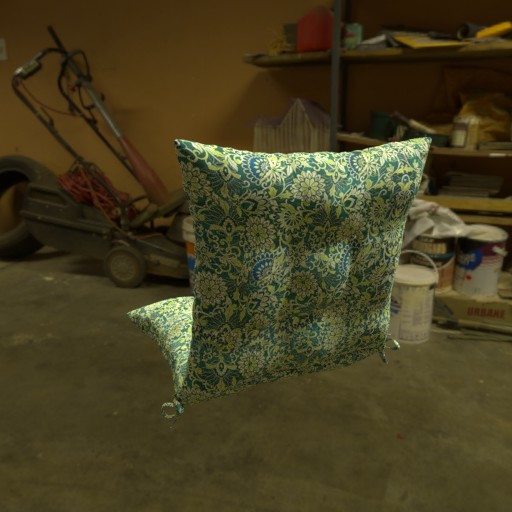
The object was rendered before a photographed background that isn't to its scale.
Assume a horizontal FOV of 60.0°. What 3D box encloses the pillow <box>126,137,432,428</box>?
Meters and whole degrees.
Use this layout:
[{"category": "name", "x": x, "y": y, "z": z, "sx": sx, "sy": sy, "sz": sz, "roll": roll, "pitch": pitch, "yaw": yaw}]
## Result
[{"category": "pillow", "x": 0.000, "y": 0.000, "z": 1.013, "sx": 0.541, "sy": 0.536, "sz": 0.585, "roll": -8, "pitch": 18, "yaw": -26}]
